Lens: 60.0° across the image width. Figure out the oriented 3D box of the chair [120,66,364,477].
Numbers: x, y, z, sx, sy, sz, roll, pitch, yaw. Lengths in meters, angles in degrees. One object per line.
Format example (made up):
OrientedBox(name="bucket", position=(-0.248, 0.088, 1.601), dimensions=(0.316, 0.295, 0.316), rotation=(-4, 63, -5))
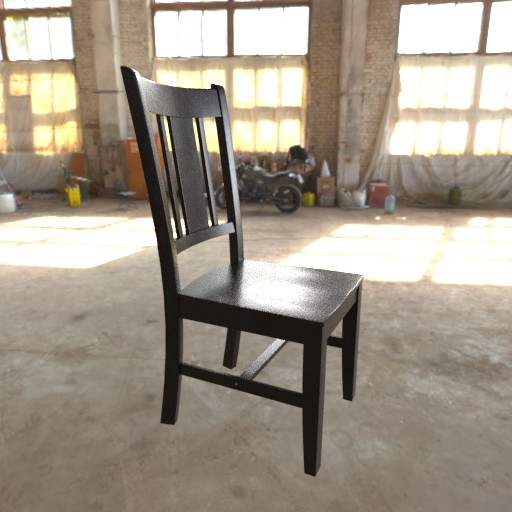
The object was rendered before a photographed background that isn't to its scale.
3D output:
OrientedBox(name="chair", position=(0.000, 0.000, 1.284), dimensions=(0.555, 0.998, 0.450), rotation=(7, 17, 25))
